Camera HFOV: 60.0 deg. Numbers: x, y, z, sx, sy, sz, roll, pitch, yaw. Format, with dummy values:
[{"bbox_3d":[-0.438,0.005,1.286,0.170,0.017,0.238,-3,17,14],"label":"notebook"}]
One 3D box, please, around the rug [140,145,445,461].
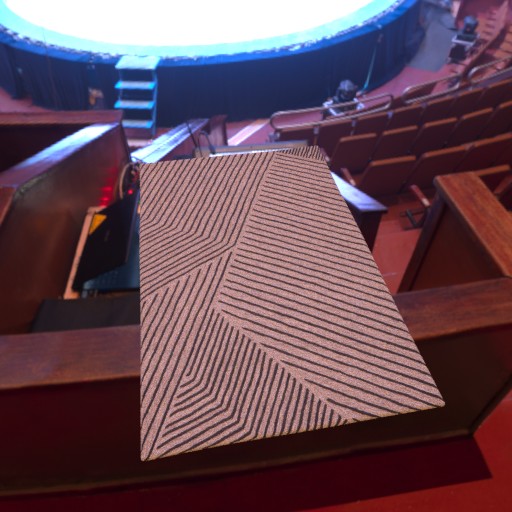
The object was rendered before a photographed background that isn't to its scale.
[{"bbox_3d":[0.000,0.000,2.980,1.539,0.023,2.406,-8,48,-7],"label":"rug"}]
